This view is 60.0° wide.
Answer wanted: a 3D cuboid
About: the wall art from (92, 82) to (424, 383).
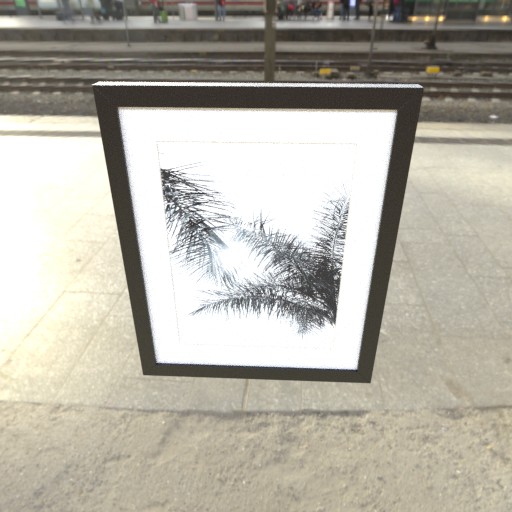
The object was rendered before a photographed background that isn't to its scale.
[{"bbox_3d":[0.000,0.000,0.762,0.457,0.557,0.028,1,30,2],"label":"wall art"}]
